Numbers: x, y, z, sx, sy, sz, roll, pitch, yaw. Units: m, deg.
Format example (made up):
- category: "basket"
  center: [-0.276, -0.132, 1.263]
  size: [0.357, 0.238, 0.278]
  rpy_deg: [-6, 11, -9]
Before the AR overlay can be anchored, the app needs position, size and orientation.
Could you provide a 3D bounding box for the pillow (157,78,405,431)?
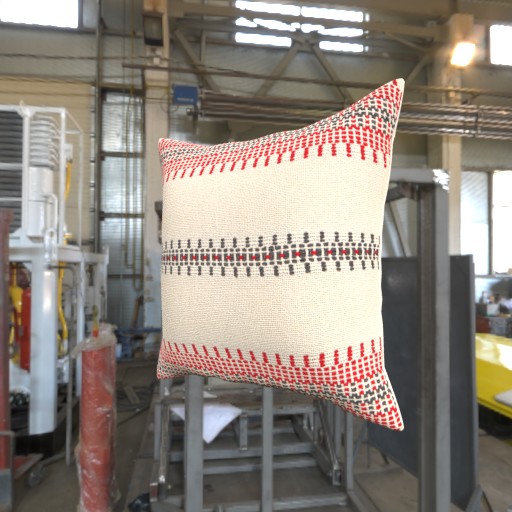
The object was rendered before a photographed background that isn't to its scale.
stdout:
- category: "pillow"
  center: [0.000, 0.000, 0.699]
  size: [0.463, 0.454, 0.160]
  rpy_deg: [-1, -2, 36]
